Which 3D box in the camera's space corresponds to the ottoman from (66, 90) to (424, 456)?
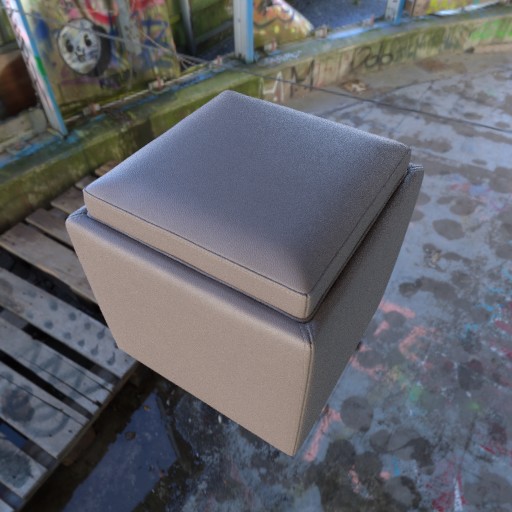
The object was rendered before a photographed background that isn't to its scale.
[{"bbox_3d":[0.000,0.000,0.845,0.451,0.460,0.450,25,51,21],"label":"ottoman"}]
